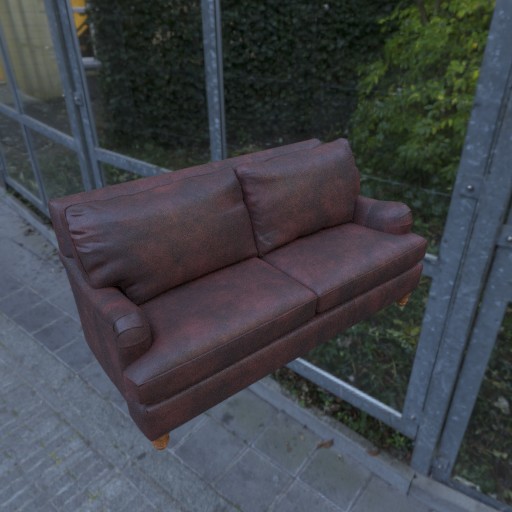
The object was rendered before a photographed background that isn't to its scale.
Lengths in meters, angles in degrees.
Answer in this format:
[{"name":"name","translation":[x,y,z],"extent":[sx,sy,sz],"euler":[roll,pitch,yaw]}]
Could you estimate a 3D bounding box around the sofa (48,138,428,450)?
[{"name":"sofa","translation":[0.000,0.000,2.794],"extent":[2.144,1.071,1.147],"euler":[-21,36,-32]}]
